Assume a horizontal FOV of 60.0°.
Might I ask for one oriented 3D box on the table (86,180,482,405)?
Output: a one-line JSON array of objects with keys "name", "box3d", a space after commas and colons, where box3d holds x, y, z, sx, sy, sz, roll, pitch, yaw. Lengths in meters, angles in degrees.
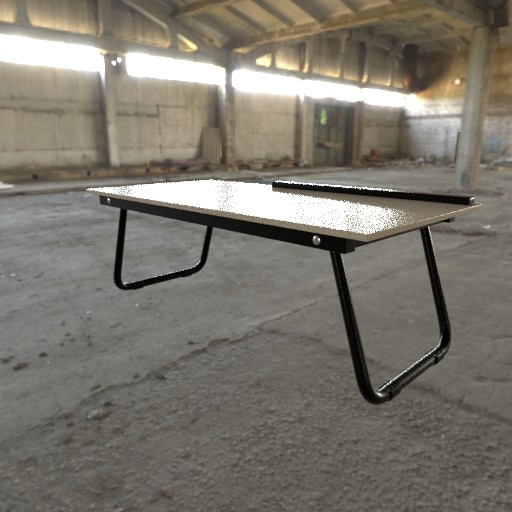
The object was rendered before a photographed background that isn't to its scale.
[{"name": "table", "box3d": [0.000, 0.000, 0.805, 0.322, 0.242, 0.644, -14, 20, -43]}]
